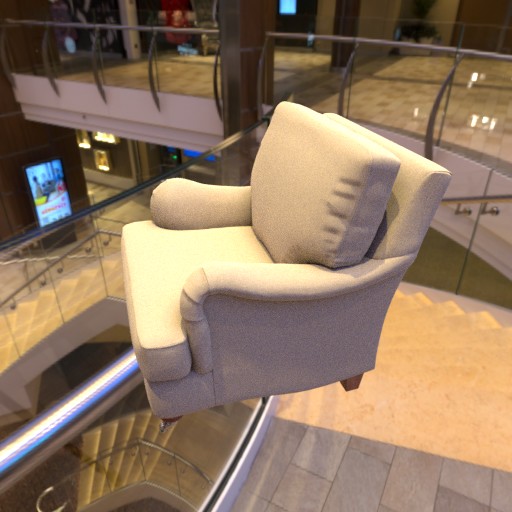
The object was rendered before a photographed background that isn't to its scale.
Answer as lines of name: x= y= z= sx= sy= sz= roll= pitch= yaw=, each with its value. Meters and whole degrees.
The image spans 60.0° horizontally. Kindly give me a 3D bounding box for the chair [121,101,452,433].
chair: x=0.000 y=0.000 z=1.842 sx=1.078 sy=1.076 sz=0.895 roll=-9 pitch=32 yaw=-15
